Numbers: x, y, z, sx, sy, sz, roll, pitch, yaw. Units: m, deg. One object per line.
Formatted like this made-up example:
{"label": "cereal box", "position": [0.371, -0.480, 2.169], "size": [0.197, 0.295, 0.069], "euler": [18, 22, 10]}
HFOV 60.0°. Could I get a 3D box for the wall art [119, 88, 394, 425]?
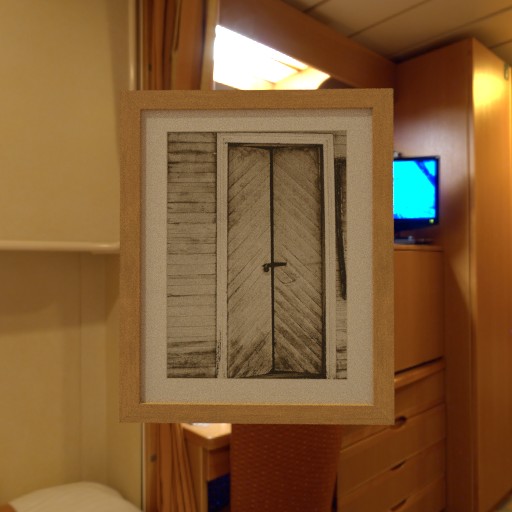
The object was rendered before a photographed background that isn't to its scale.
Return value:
{"label": "wall art", "position": [0.000, 0.000, 0.753], "size": [0.460, 0.561, 0.020], "euler": [0, -1, 1]}
